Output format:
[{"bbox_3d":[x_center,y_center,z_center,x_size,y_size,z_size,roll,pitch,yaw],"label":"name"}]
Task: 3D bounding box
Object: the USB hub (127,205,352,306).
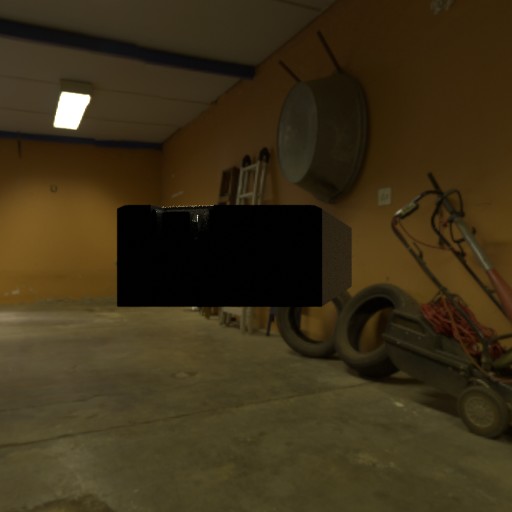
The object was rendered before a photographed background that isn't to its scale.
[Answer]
[{"bbox_3d":[0.000,0.000,0.126,0.044,0.023,0.110,0,0,17],"label":"USB hub"}]
